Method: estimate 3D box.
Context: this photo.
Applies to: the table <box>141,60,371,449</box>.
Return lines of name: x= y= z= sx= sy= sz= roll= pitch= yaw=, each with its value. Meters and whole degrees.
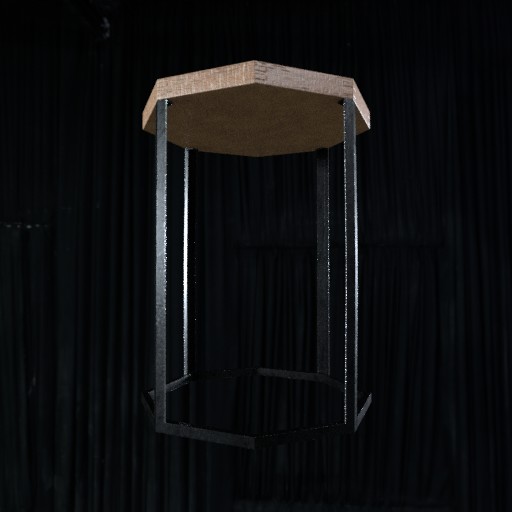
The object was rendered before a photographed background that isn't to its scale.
table: x=0.000 y=0.000 z=0.848 sx=0.437 sy=0.553 sz=0.437 roll=0 pitch=-1 yaw=1
